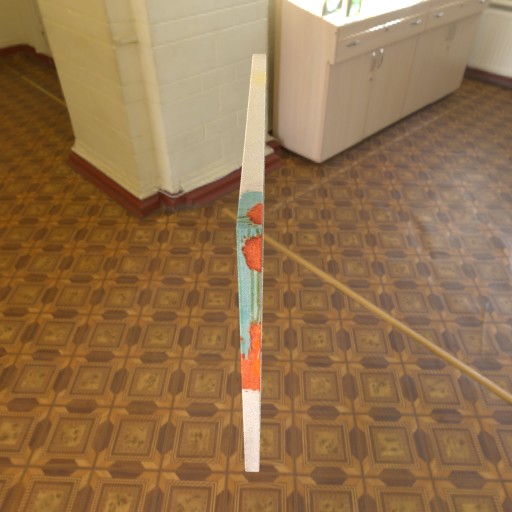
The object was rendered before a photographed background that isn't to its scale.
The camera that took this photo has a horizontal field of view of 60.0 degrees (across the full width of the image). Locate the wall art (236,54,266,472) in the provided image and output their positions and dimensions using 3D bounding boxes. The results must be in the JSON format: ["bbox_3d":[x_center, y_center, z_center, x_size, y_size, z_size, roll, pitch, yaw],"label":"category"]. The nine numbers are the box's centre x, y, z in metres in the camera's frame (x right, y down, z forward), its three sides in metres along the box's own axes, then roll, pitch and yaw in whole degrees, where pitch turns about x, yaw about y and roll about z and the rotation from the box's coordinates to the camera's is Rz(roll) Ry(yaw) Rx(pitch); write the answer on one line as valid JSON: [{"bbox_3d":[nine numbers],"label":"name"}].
[{"bbox_3d":[0.000,0.000,1.217,0.037,0.814,0.814,1,41,1],"label":"wall art"}]
